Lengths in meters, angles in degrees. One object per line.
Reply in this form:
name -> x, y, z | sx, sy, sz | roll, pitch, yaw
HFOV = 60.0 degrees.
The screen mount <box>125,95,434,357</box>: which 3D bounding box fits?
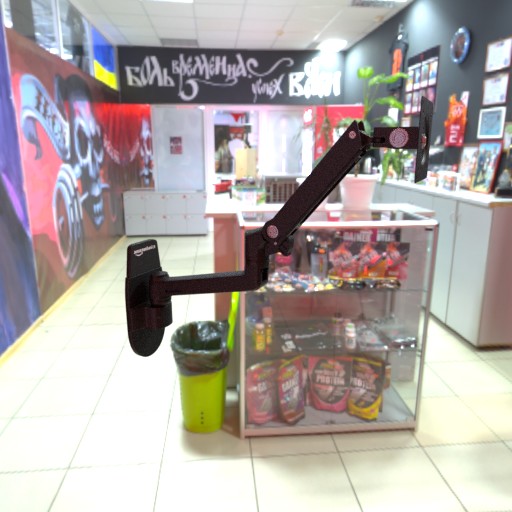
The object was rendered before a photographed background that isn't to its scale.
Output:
screen mount -> 0.000, 0.000, 0.730 | 0.495, 0.466, 0.115 | 7, 16, 27
